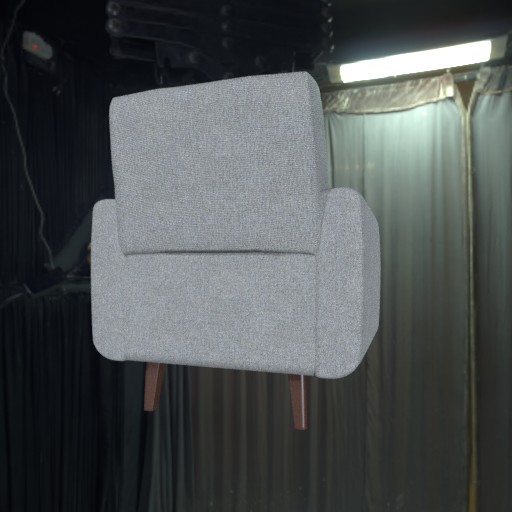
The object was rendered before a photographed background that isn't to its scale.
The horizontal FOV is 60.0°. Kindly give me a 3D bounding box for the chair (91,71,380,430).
[{"bbox_3d":[0.000,0.000,1.631,0.845,0.968,0.942,0,0,18],"label":"chair"}]
